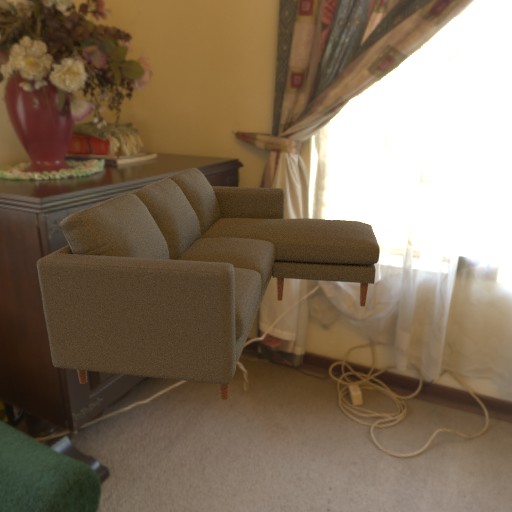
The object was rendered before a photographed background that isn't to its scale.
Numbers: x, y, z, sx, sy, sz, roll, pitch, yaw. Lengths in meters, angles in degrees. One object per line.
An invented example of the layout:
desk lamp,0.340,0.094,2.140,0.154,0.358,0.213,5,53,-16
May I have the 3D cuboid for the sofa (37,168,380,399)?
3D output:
sofa,0.000,0.000,2.802,1.591,0.897,2.031,3,18,9
